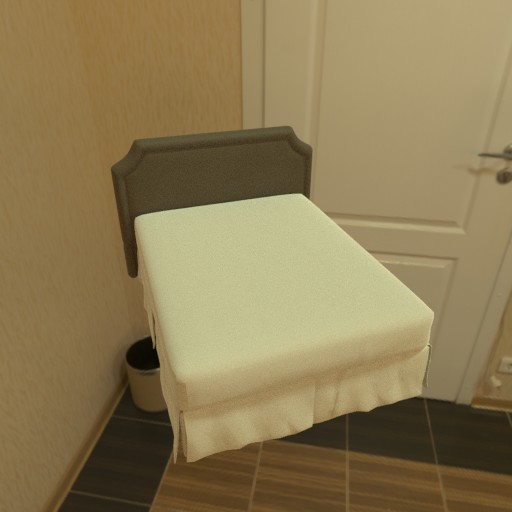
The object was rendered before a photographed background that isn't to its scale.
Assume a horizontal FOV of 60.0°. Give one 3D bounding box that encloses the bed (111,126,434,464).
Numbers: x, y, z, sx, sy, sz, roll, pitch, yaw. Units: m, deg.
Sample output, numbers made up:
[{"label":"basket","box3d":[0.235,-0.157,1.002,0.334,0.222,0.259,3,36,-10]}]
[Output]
[{"label":"bed","box3d":[0.000,0.000,3.277,1.831,1.297,2.181,-10,32,-16]}]
